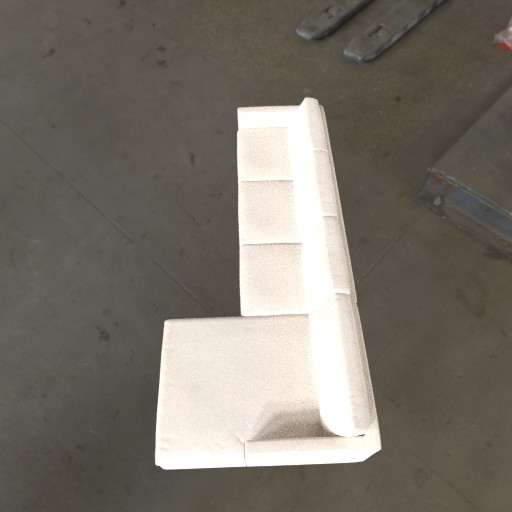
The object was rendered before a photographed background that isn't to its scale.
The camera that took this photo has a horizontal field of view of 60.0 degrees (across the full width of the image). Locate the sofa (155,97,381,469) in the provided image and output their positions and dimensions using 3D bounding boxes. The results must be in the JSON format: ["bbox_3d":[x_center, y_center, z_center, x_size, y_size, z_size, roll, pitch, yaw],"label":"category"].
[{"bbox_3d":[0.000,0.000,4.094,1.606,0.954,3.471,-2,58,-1],"label":"sofa"}]
